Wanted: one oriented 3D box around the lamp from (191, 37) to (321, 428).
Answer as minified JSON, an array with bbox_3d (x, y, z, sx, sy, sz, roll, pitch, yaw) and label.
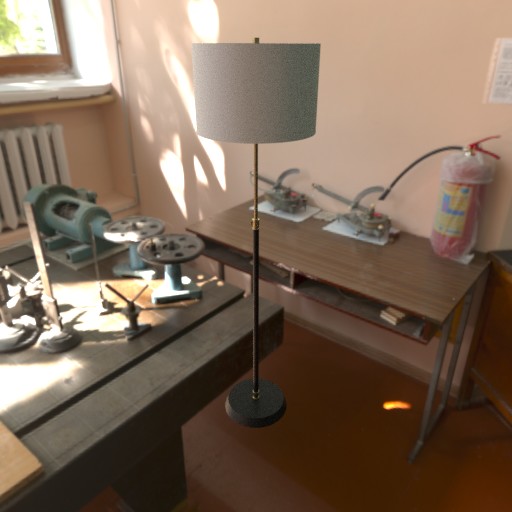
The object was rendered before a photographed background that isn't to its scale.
[{"bbox_3d":[0.000,0.000,1.717,0.404,1.517,0.404,-7,27,-15],"label":"lamp"}]
